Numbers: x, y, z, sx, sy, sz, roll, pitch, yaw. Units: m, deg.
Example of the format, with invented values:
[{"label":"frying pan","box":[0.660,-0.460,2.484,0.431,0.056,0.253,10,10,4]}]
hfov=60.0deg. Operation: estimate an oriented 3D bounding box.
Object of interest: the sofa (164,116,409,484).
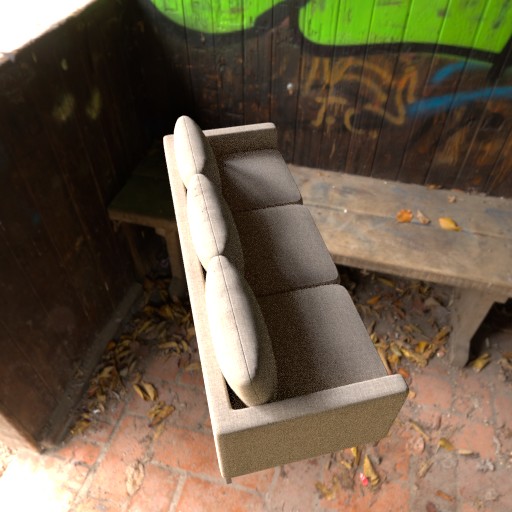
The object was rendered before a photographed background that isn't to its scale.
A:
[{"label":"sofa","box":[0.000,0.000,2.680,0.859,0.874,2.218,-10,47,-9]}]
